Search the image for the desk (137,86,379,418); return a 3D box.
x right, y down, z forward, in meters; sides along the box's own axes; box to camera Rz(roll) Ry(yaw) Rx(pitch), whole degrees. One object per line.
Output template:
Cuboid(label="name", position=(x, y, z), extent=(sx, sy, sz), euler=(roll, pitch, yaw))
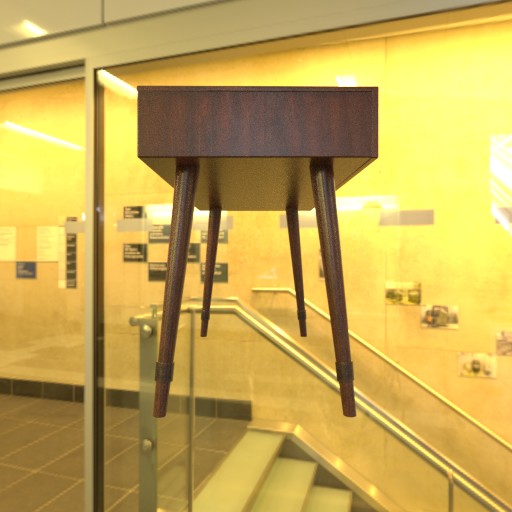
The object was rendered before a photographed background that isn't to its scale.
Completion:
Cuboid(label="desk", position=(0.000, 0.000, 2.131), extent=(0.734, 1.031, 1.577), euler=(0, 0, 0))
